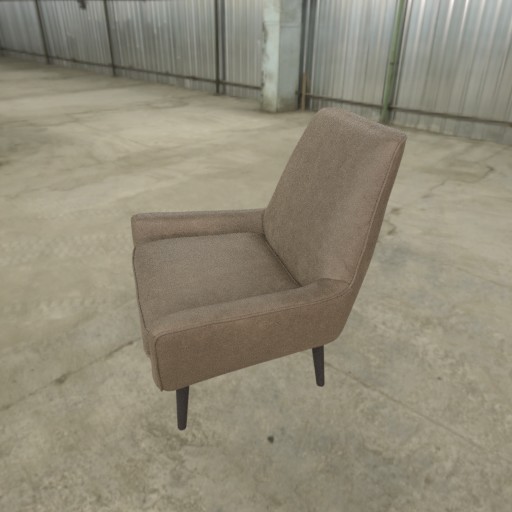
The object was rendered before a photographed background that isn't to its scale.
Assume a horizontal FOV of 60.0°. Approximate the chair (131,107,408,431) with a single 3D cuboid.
[{"bbox_3d":[0.000,0.000,1.526,0.824,0.888,0.787,-8,30,-15],"label":"chair"}]
